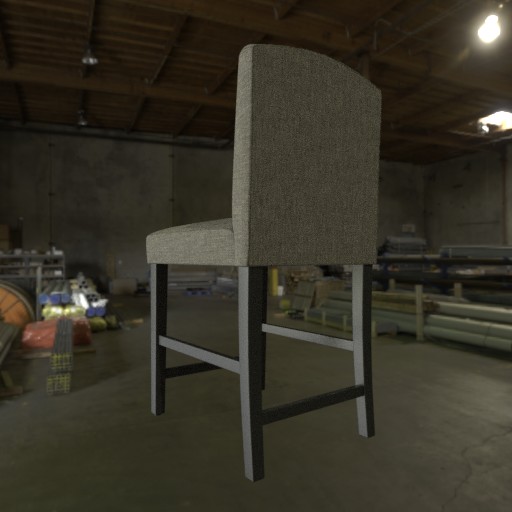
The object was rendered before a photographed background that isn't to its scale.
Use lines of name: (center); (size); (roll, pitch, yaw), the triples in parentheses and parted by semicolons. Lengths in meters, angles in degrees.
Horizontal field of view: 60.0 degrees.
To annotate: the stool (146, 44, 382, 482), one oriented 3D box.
stool: (0.000, 0.000, 1.273); (0.451, 0.966, 0.552); (0, 0, -37)
